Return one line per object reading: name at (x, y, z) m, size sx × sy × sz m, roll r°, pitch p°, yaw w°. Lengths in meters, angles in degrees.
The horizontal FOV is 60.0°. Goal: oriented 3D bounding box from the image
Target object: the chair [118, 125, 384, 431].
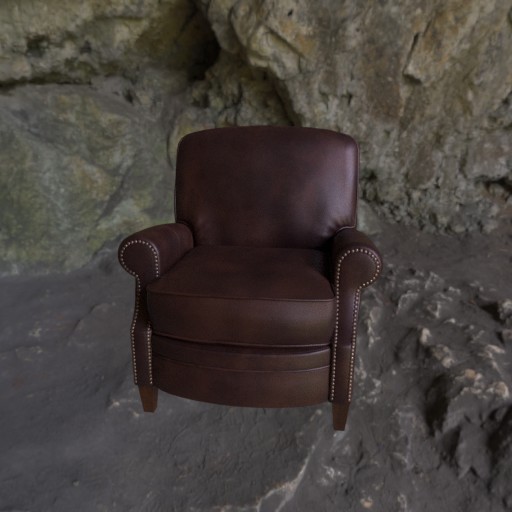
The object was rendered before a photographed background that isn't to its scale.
chair at (0.000, 0.000, 1.804) m, size 0.936 × 1.018 × 0.986 m, roll 2°, pitch 17°, yaw 8°
